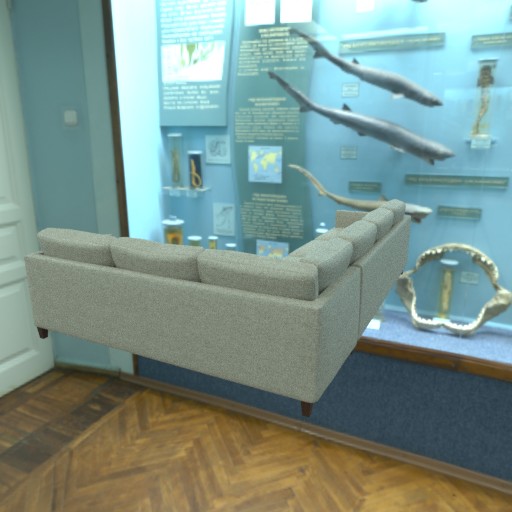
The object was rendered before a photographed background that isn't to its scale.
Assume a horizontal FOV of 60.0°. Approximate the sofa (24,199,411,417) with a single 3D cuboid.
[{"bbox_3d":[0.000,0.000,4.442,2.522,0.934,3.333,8,17,26],"label":"sofa"}]
